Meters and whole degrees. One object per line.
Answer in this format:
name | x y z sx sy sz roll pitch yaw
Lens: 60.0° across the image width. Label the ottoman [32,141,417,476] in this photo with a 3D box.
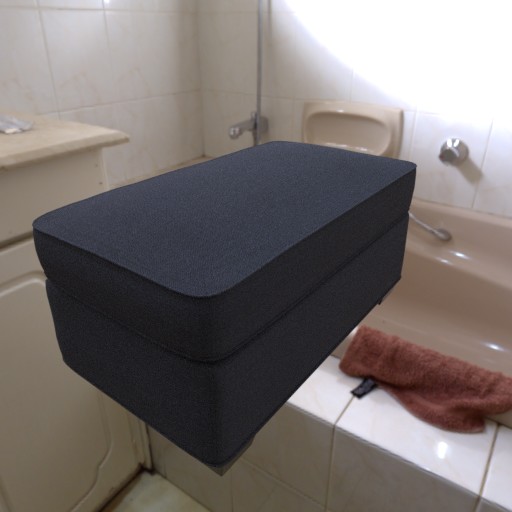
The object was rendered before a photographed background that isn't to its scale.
ottoman | 0.000 0.000 1.135 0.505 0.453 0.895 19 33 33
